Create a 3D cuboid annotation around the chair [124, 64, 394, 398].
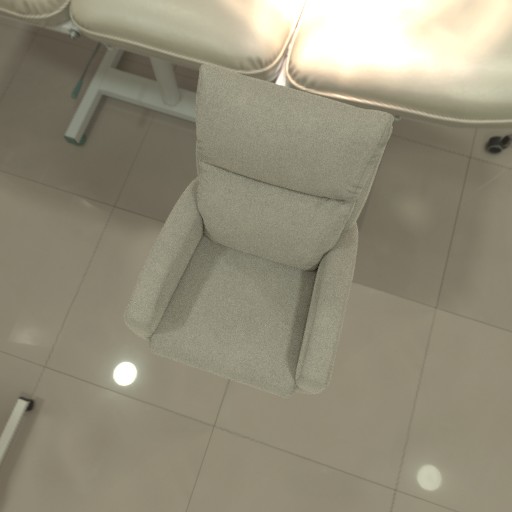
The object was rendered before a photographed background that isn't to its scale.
[{"bbox_3d":[0.000,0.000,1.690,0.794,1.021,0.940,17,76,5],"label":"chair"}]
